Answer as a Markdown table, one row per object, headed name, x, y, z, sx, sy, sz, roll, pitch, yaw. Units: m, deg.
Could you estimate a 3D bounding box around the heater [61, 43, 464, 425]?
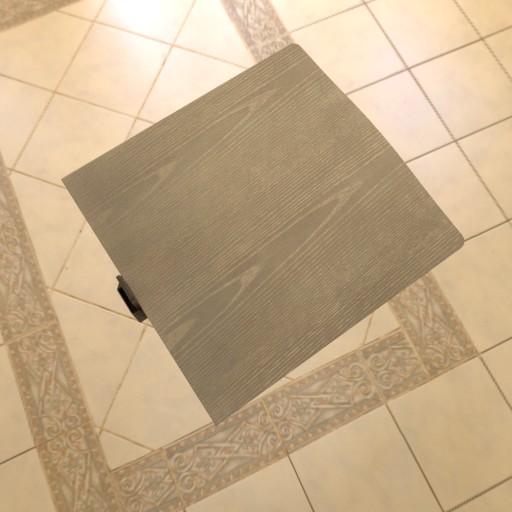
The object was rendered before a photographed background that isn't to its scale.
| name | x | y | z | sx | sy | sz | roll | pitch | yaw |
| --- | --- | --- | --- | --- | --- | --- | --- | --- | --- |
| heater | 0.000 | 0.000 | 0.754 | 0.400 | 0.481 | 0.362 | -34 | 77 | -9 |
